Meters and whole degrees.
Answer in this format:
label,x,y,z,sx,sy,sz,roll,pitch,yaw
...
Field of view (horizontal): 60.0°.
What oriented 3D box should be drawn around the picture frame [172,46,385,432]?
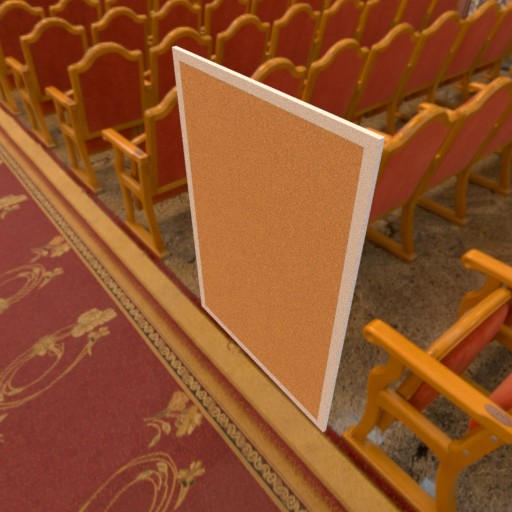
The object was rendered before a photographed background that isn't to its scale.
label,x,y,z,sx,sy,sz,roll,pitch,yaw
picture frame,0.000,0.000,1.219,0.013,0.940,0.659,-27,47,-28
